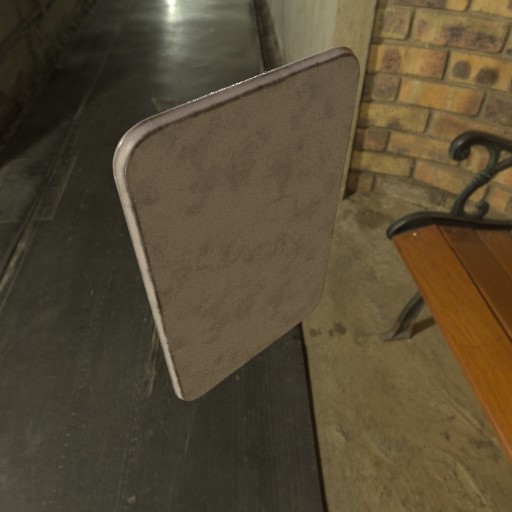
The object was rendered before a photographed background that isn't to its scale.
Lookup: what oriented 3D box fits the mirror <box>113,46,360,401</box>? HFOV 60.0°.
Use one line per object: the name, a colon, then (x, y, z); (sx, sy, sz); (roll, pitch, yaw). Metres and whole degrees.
mirror: (0.000, 0.000, 0.876); (0.461, 0.713, 0.024); (-32, 54, -27)
